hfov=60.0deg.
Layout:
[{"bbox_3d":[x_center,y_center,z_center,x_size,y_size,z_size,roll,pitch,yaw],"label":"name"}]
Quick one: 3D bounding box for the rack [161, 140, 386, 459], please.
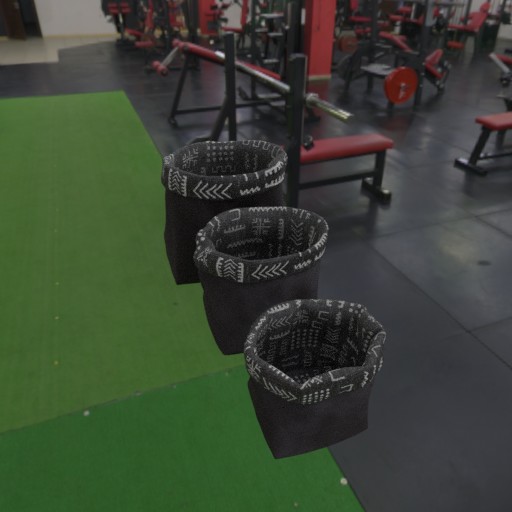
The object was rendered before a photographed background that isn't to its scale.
[{"bbox_3d":[0.000,0.000,1.092,0.379,0.323,0.905,-10,34,-15],"label":"rack"}]
